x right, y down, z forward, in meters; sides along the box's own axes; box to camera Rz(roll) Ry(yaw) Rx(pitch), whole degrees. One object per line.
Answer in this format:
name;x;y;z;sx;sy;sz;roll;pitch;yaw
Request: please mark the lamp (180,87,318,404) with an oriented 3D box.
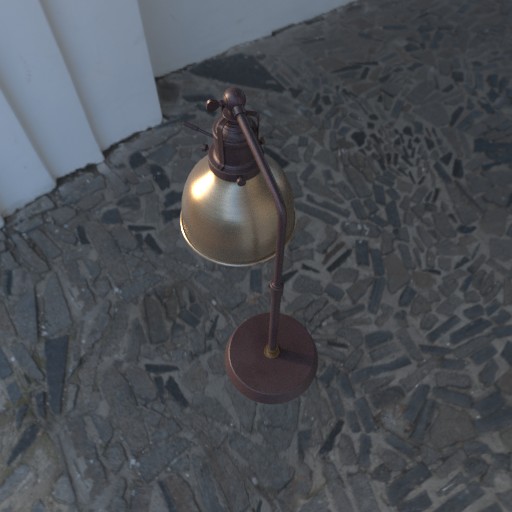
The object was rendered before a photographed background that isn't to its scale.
lamp;0.000;0.000;0.622;0.175;0.469;0.298;-17;58;-11
